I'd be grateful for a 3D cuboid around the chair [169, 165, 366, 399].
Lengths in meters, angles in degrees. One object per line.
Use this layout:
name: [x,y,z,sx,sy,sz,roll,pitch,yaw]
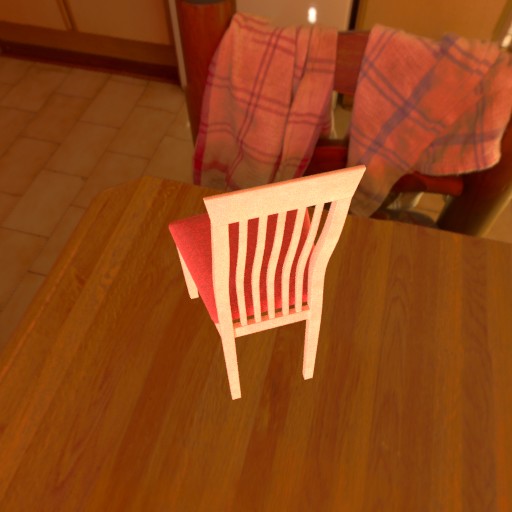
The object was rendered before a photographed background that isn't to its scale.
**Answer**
chair: [0.000,0.000,1.288,0.460,1.027,0.474,-13,57,-9]
